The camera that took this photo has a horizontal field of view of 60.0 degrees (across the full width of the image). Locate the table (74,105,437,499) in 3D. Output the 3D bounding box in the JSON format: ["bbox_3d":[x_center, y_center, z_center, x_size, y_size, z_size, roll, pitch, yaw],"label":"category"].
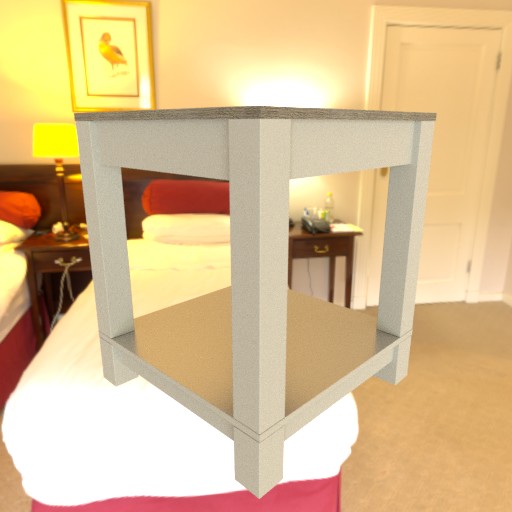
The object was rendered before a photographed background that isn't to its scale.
[{"bbox_3d":[0.000,0.000,0.956,0.506,0.587,0.504,15,22,42],"label":"table"}]
